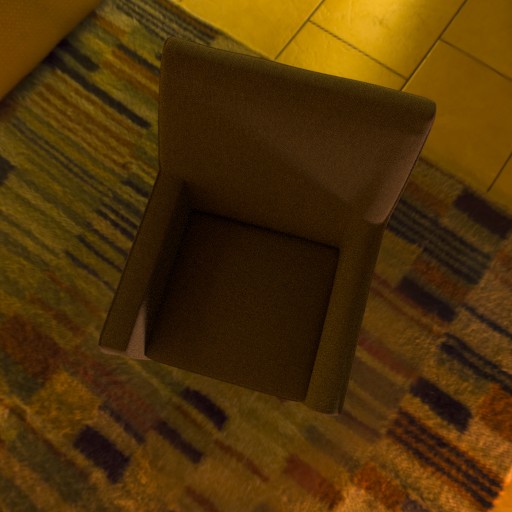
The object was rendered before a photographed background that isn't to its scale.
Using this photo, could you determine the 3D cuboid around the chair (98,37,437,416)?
[{"bbox_3d":[0.000,0.000,1.530,0.780,0.919,0.899,15,77,4],"label":"chair"}]
